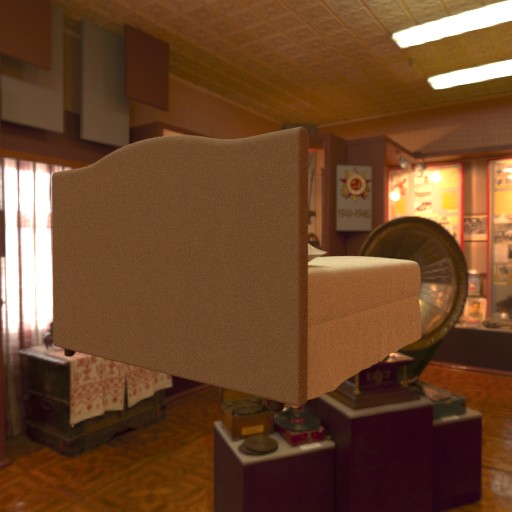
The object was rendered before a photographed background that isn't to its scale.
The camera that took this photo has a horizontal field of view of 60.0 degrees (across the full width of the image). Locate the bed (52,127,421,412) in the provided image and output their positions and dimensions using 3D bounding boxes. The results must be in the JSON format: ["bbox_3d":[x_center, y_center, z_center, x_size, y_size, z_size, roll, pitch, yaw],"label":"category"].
[{"bbox_3d":[0.000,0.000,3.469,2.083,1.421,2.182,1,2,36],"label":"bed"}]
